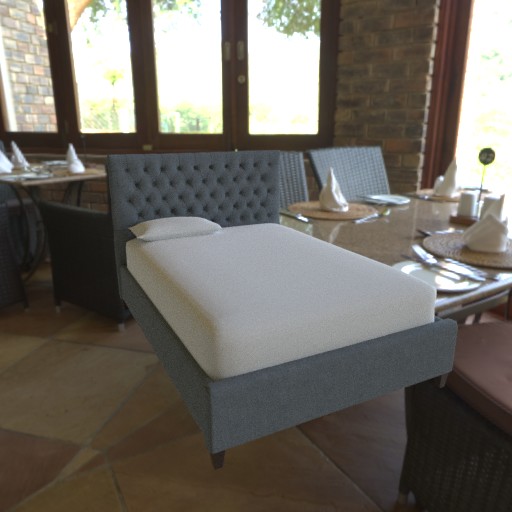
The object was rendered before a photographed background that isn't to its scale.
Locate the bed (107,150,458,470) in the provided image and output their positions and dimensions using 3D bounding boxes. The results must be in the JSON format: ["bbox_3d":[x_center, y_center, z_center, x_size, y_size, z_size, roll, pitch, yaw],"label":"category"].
[{"bbox_3d":[0.000,0.000,3.343,1.698,1.411,2.335,-8,18,-26],"label":"bed"}]
